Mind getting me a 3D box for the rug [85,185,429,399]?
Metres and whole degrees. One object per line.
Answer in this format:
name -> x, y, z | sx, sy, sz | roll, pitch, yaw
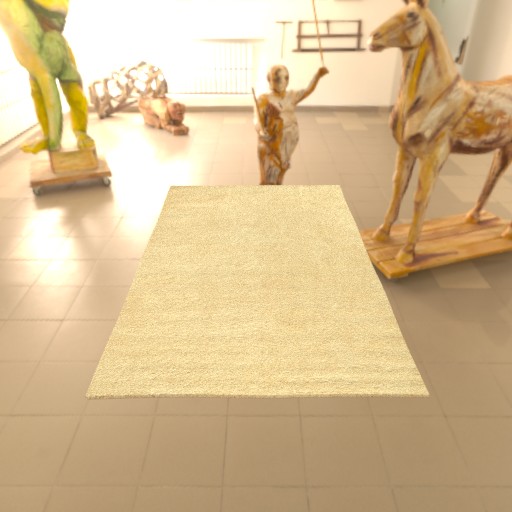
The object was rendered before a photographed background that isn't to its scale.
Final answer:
rug -> 0.000, 0.000, 2.933 | 1.500, 0.025, 2.346 | 0, 32, 0
